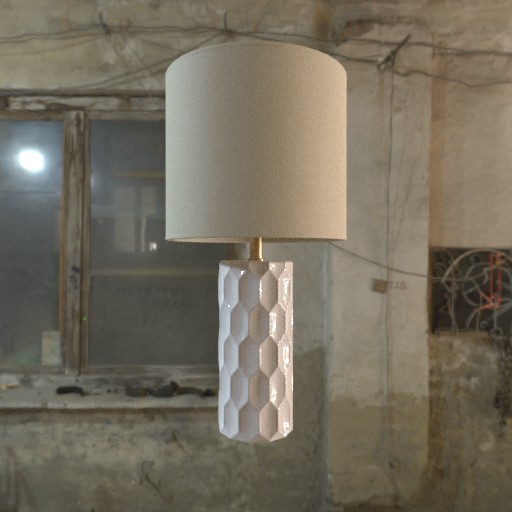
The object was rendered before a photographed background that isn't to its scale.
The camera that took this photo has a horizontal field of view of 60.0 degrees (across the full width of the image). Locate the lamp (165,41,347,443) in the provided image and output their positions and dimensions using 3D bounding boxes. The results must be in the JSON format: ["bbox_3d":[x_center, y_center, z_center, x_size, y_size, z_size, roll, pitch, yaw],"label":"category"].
[{"bbox_3d":[0.000,0.000,0.690,0.277,0.537,0.277,0,0,-35],"label":"lamp"}]
